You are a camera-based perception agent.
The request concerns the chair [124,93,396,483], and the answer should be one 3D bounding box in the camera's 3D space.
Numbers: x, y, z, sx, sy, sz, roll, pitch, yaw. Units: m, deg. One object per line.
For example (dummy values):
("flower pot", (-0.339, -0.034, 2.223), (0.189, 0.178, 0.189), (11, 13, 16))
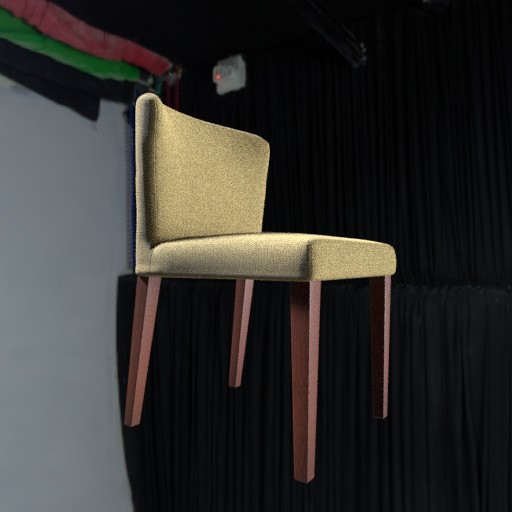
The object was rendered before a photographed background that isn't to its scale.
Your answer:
("chair", (0.000, 0.000, 1.144), (0.589, 0.839, 0.491), (0, -1, 35))
